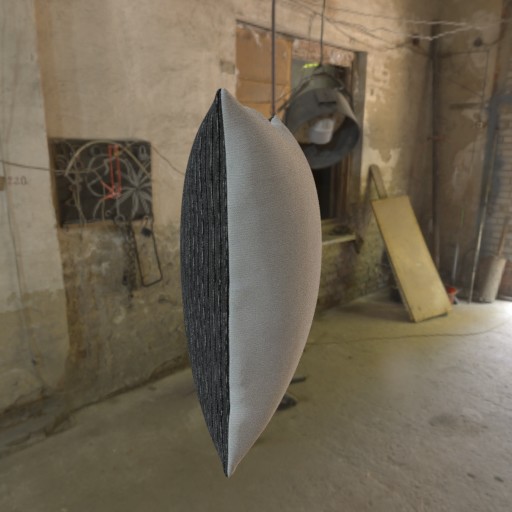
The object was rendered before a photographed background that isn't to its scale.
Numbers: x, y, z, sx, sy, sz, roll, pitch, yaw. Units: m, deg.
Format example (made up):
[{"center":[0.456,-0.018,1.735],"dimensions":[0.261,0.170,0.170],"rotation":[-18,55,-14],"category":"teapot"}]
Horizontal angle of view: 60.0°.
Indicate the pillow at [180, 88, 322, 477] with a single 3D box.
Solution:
[{"center":[0.000,0.000,0.673],"dimensions":[0.196,0.434,0.433],"rotation":[2,14,9],"category":"pillow"}]
